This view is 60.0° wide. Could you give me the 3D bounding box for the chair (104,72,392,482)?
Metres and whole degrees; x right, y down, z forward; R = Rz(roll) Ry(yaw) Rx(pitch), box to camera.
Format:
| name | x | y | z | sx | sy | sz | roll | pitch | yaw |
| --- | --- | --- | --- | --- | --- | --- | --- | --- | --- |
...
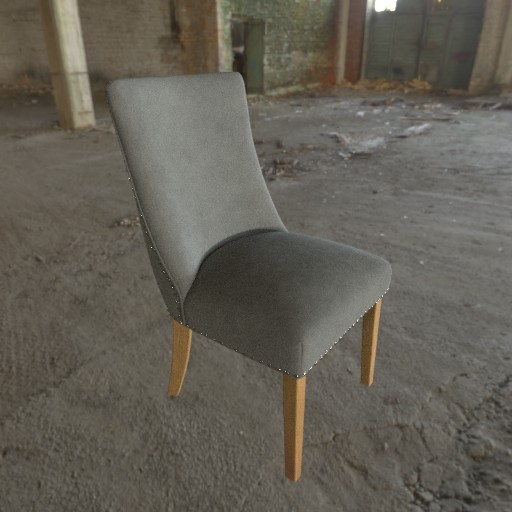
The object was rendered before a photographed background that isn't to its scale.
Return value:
| name | x | y | z | sx | sy | sz | roll | pitch | yaw |
| --- | --- | --- | --- | --- | --- | --- | --- | --- | --- |
| chair | 0.000 | 0.000 | 1.211 | 0.610 | 0.902 | 0.495 | 18 | 31 | 33 |
